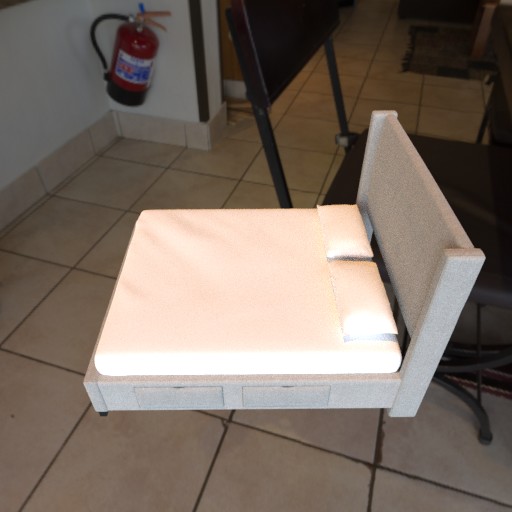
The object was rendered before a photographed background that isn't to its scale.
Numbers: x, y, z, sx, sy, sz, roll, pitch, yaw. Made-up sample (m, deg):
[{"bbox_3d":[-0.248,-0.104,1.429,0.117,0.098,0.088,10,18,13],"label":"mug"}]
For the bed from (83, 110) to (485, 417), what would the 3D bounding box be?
[{"bbox_3d":[0.000,0.000,3.286,2.222,1.491,1.774,0,41,0],"label":"bed"}]
